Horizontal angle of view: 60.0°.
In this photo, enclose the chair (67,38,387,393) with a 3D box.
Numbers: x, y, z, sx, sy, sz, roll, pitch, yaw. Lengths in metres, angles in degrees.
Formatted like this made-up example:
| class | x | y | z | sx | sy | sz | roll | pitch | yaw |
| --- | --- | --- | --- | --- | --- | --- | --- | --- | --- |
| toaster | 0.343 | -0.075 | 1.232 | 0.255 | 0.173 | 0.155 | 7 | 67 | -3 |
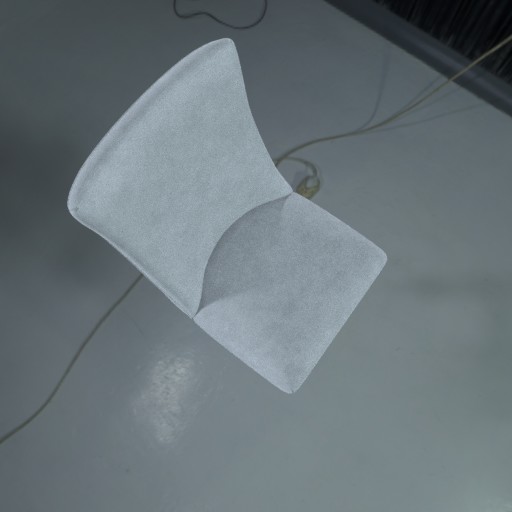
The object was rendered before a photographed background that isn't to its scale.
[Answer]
| class | x | y | z | sx | sy | sz | roll | pitch | yaw |
| --- | --- | --- | --- | --- | --- | --- | --- | --- | --- |
| chair | 0.000 | 0.000 | 1.231 | 0.610 | 0.902 | 0.495 | 36 | 77 | 9 |
